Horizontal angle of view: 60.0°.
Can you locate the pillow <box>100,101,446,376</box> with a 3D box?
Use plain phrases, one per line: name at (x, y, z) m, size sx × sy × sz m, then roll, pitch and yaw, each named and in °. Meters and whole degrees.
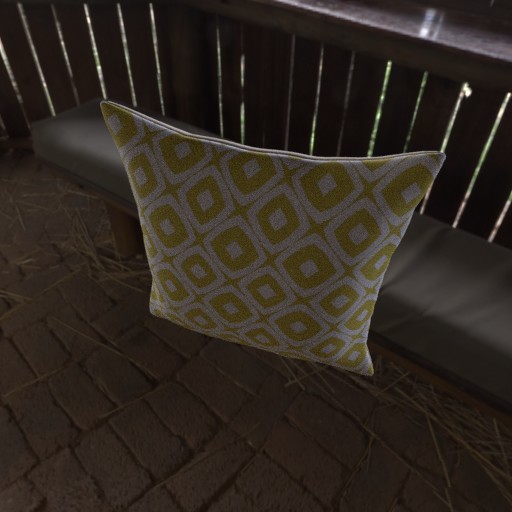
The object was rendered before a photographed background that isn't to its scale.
pillow at (0.000, 0.000, 0.781) m, size 0.504 × 0.494 × 0.188 m, roll 13°, pitch 44°, yaw 14°
